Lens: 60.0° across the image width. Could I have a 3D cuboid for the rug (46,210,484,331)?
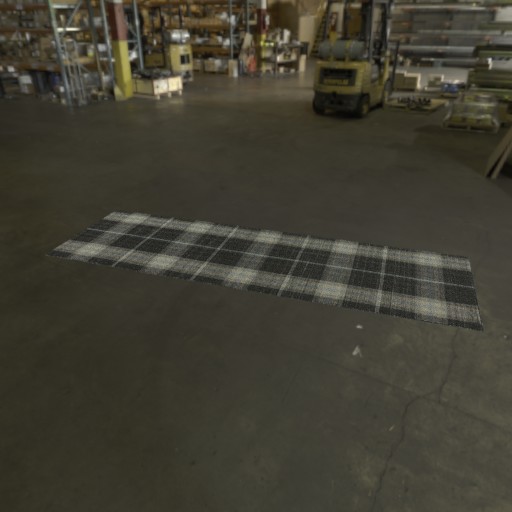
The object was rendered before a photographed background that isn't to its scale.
[{"bbox_3d":[0.000,0.000,2.663,2.434,0.012,0.760,9,29,16],"label":"rug"}]
